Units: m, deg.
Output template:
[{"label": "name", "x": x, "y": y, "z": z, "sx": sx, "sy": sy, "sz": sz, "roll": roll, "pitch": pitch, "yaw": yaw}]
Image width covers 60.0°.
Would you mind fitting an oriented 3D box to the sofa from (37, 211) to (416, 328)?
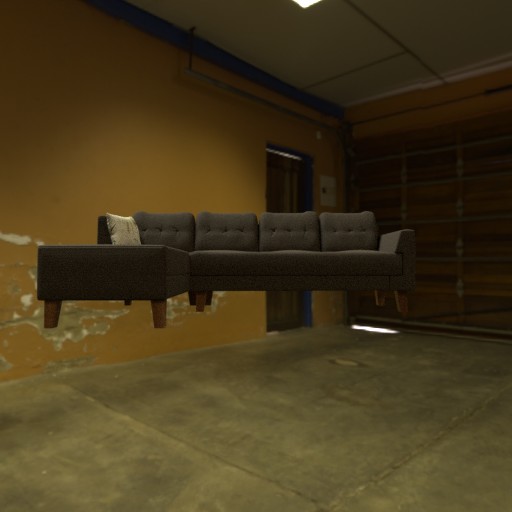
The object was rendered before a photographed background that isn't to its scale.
[{"label": "sofa", "x": 0.000, "y": 0.000, "z": 3.585, "sx": 2.679, "sy": 0.932, "sz": 1.829, "roll": 0, "pitch": -2, "yaw": 0}]
